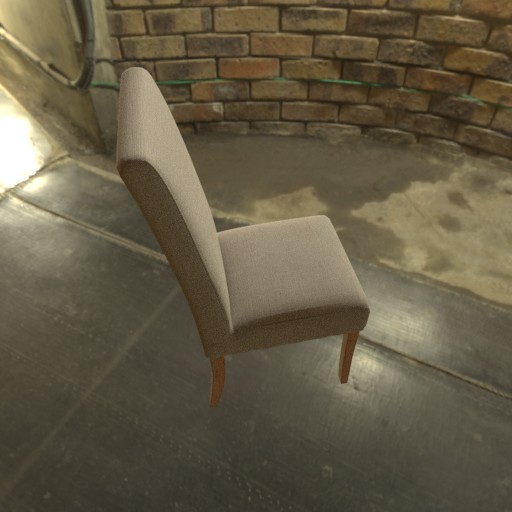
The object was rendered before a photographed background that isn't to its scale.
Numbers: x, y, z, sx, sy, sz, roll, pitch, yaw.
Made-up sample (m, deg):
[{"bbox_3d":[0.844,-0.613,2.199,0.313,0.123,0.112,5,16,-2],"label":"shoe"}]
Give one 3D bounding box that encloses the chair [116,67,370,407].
[{"bbox_3d":[0.000,0.000,1.358,0.611,1.033,0.450,-8,46,-8],"label":"chair"}]
